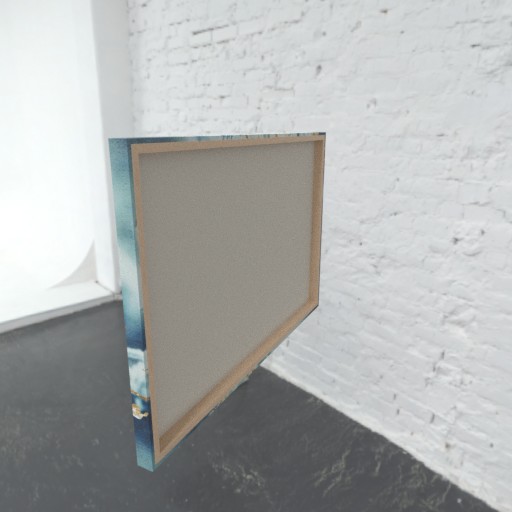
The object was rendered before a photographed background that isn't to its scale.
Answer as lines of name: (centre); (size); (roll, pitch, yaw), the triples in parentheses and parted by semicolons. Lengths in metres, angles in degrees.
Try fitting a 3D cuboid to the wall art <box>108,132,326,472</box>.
wall art: (0.000, 0.000, 1.147); (0.038, 0.608, 0.912); (8, 18, 26)
